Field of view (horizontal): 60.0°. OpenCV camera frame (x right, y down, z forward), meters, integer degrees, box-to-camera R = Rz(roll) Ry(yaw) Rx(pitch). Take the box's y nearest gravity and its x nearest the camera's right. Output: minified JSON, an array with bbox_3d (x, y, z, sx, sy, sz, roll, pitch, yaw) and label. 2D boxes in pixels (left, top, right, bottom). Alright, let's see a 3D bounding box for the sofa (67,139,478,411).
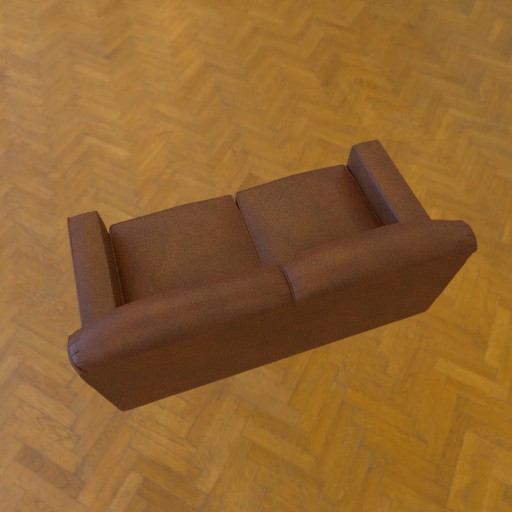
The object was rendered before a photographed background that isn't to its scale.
[{"bbox_3d":[0.000,0.000,2.417,1.856,0.966,1.000,-16,60,-9],"label":"sofa"}]
